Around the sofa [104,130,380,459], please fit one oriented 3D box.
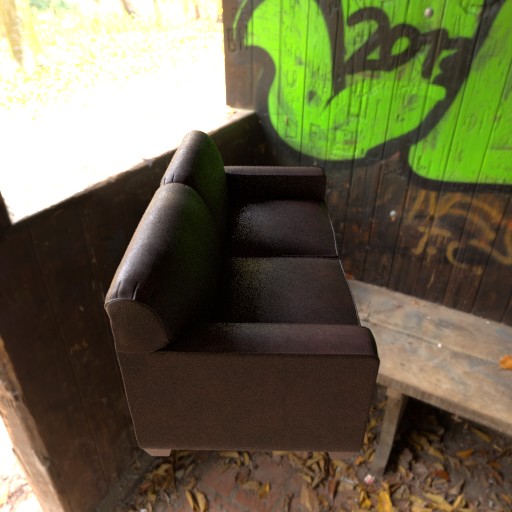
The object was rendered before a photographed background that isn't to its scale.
[{"bbox_3d":[0.000,0.000,2.434,1.000,0.966,1.856,1,32,1],"label":"sofa"}]
